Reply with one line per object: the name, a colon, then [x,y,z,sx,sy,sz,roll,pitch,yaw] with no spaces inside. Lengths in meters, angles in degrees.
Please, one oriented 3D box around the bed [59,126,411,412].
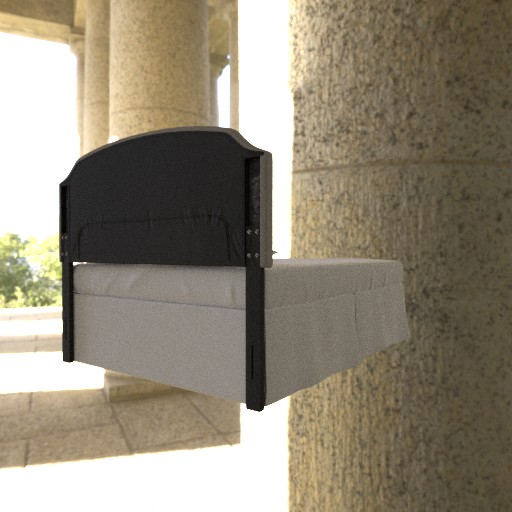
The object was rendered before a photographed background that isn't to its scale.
bed: [0.000,0.000,3.056,1.558,1.270,1.999,0,1,36]
